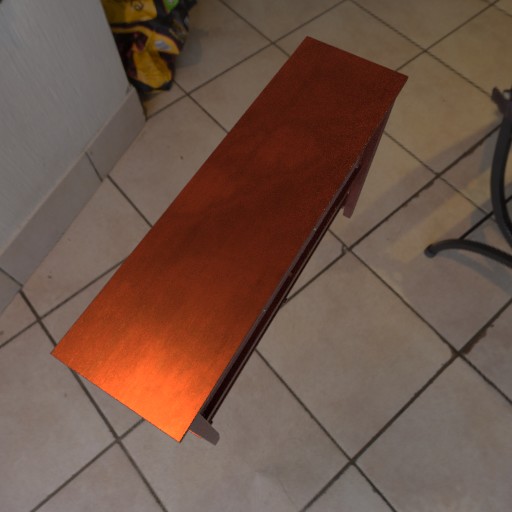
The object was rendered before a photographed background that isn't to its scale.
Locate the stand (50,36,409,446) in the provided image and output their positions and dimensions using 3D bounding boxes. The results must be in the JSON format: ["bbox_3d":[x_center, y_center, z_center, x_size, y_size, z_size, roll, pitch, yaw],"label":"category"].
[{"bbox_3d":[0.000,0.000,1.711,0.410,0.872,1.362,28,67,13],"label":"stand"}]
